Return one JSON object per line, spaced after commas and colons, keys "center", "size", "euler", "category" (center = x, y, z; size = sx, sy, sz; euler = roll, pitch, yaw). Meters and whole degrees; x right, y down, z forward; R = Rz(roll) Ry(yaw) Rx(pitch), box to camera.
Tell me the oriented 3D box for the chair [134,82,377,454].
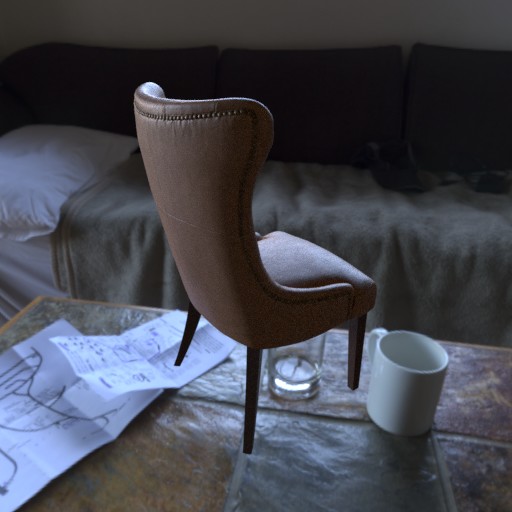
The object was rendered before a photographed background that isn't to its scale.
{"center": [0.000, 0.000, 1.474], "size": [0.669, 1.065, 0.611], "euler": [-17, 30, -31], "category": "chair"}
